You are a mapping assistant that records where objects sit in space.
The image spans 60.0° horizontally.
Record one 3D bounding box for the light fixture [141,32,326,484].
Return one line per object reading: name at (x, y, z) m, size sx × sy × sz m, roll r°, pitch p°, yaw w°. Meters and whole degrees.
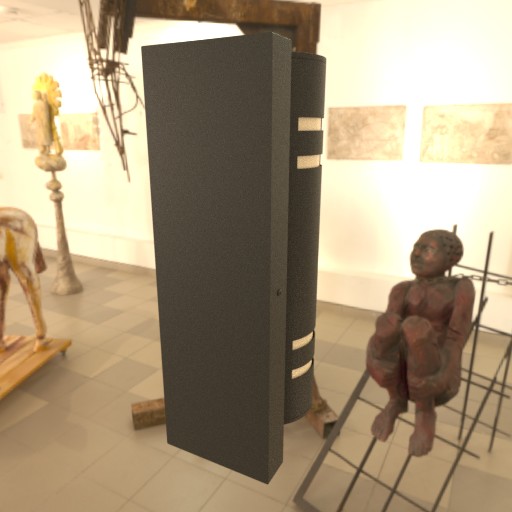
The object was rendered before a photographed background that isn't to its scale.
light fixture at (0.000, 0.000, 0.396) m, size 0.105 × 0.330 × 0.149 m, roll 9°, pitch 18°, yaw 27°
